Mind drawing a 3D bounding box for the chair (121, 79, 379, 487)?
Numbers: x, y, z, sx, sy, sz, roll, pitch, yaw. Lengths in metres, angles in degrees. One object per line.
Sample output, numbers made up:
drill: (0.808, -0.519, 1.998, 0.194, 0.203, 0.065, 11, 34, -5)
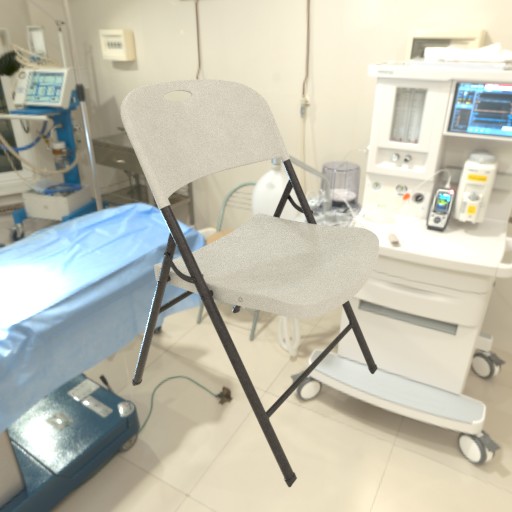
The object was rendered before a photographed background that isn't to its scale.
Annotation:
chair: (0.000, 0.000, 1.142, 0.566, 0.810, 0.494, 19, 32, 32)
